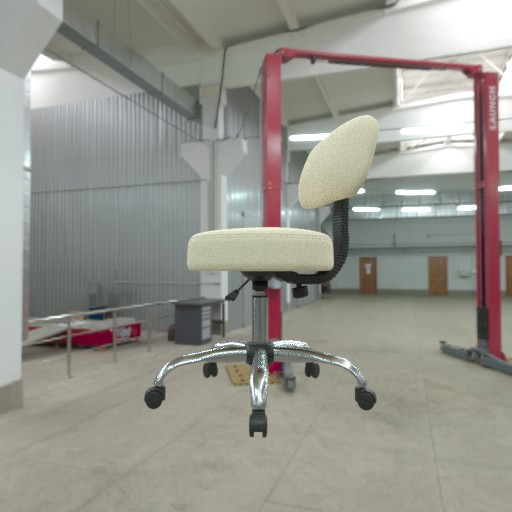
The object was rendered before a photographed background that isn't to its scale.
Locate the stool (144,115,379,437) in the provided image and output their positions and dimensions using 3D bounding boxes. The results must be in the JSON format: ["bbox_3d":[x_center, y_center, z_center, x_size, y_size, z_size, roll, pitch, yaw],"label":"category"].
[{"bbox_3d":[0.000,0.000,1.270,0.616,0.810,0.609,0,-2,-16],"label":"stool"}]
